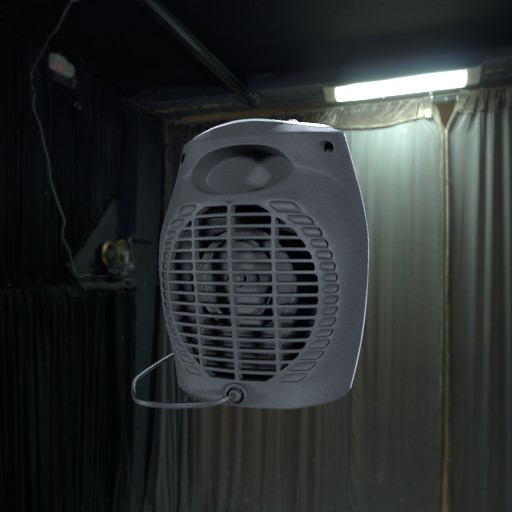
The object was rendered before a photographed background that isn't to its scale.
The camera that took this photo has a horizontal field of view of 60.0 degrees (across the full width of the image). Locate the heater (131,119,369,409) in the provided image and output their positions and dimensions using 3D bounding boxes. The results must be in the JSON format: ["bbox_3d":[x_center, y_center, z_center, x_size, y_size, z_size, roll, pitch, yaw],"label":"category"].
[{"bbox_3d":[0.000,0.000,0.469,0.239,0.240,0.291,0,-1,18],"label":"heater"}]
